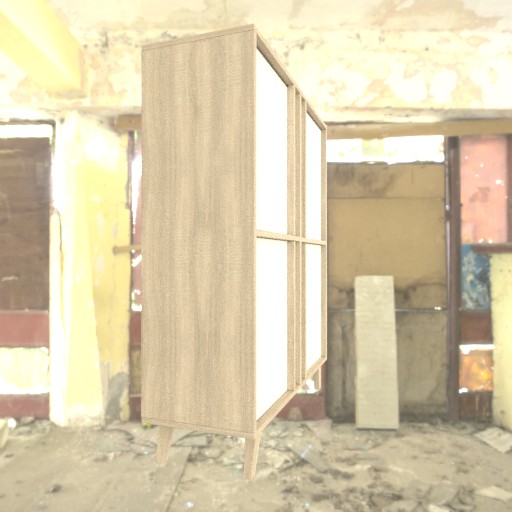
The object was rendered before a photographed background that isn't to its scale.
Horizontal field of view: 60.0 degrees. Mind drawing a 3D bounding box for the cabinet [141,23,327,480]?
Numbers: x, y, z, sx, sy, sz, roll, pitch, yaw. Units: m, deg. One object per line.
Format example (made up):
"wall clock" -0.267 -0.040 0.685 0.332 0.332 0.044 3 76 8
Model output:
"cabinet" 0.000 0.000 1.913 0.398 1.388 1.111 0 0 20
